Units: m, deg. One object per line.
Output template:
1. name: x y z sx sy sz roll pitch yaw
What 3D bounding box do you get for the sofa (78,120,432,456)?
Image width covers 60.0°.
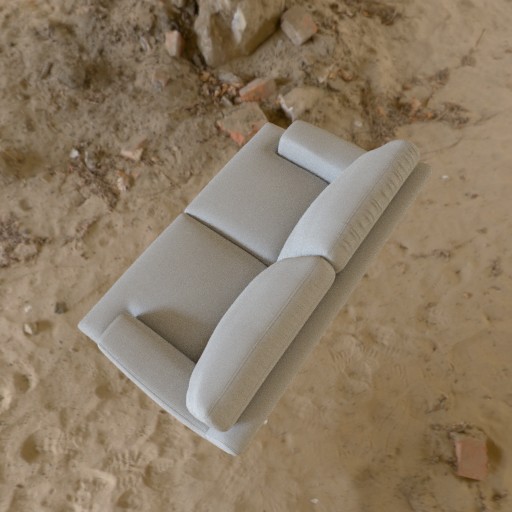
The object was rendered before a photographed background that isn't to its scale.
1. sofa: 0.000 0.000 2.541 1.143 0.940 1.880 33 68 15
